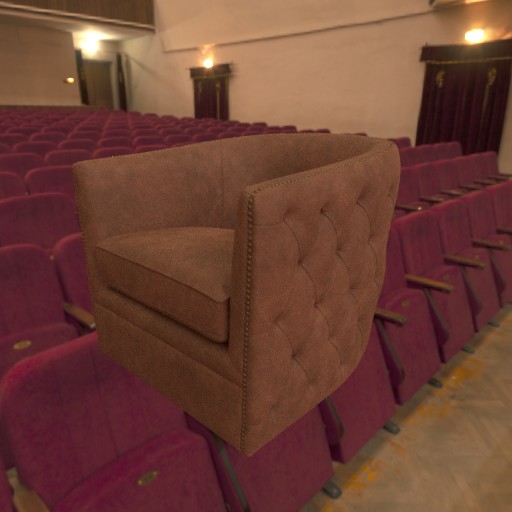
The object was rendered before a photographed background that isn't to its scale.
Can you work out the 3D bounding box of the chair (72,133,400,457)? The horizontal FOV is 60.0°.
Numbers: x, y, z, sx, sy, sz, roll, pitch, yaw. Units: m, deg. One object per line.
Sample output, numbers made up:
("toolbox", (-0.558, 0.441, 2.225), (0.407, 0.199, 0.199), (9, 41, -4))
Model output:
("chair", (0.000, 0.000, 1.525), (0.850, 0.790, 0.870), (16, 24, 41))
